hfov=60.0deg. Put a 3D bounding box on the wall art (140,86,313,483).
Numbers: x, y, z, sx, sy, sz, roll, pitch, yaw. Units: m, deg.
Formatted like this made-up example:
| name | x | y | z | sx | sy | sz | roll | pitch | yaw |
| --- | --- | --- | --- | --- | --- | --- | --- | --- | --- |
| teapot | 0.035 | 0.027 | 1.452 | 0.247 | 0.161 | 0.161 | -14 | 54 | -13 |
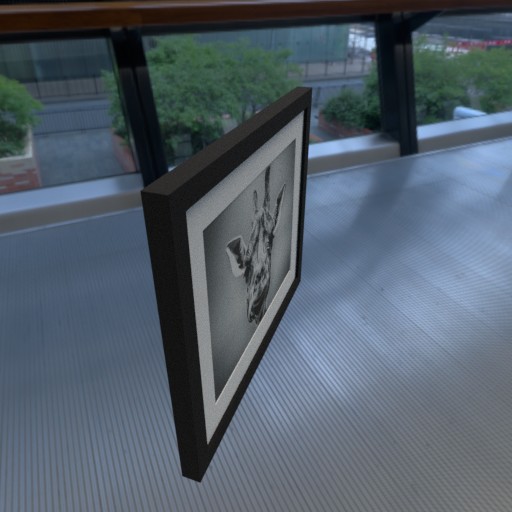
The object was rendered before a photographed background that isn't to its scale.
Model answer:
| name | x | y | z | sx | sy | sz | roll | pitch | yaw |
| --- | --- | --- | --- | --- | --- | --- | --- | --- | --- |
| wall art | 0.000 | 0.000 | 0.762 | 0.031 | 0.457 | 0.558 | 11 | 33 | 17 |
